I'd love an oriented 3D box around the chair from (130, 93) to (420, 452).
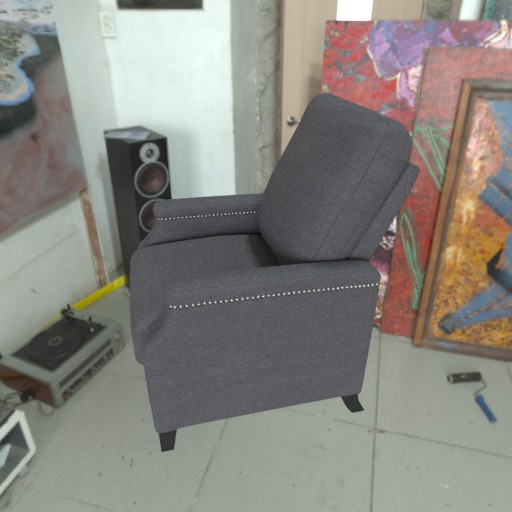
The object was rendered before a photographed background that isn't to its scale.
[{"bbox_3d":[0.000,0.000,1.631,0.922,1.049,0.710,-7,30,-12],"label":"chair"}]
